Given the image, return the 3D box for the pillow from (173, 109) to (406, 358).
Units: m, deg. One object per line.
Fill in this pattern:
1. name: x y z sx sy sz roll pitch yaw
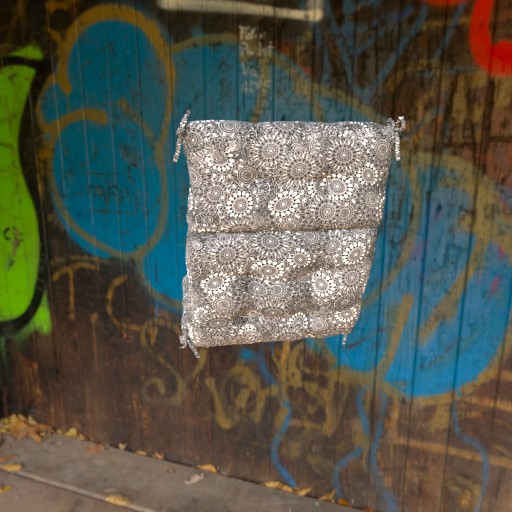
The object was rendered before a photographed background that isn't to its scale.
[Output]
1. pillow: 0.000 0.000 1.500 0.526 0.863 1.016 -2 13 -9
